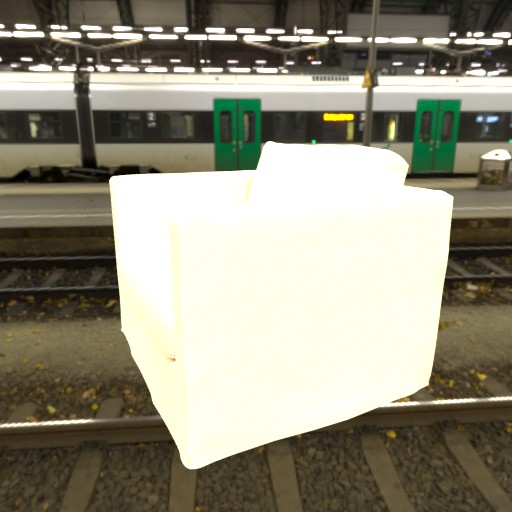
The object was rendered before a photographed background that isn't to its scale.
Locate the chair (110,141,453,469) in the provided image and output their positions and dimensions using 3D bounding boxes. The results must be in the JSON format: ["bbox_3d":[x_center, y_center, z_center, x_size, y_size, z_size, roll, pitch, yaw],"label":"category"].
[{"bbox_3d":[0.000,0.000,1.736,0.947,0.851,1.057,-8,18,-25],"label":"chair"}]
